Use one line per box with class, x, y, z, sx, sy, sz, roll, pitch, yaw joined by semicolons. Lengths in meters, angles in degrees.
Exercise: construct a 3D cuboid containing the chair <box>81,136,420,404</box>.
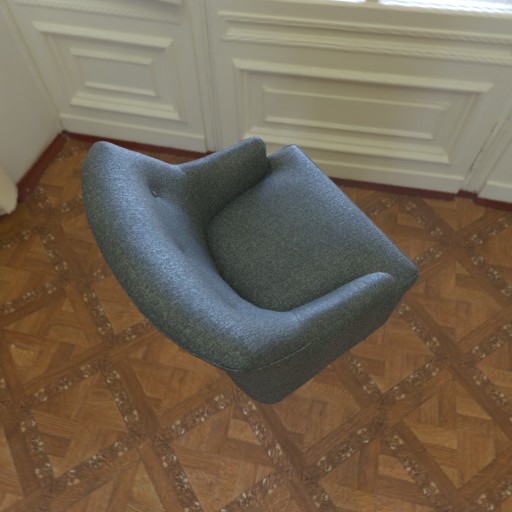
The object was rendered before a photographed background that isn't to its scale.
chair;0.000;0.000;1.596;0.923;0.856;0.864;-30;63;-17
